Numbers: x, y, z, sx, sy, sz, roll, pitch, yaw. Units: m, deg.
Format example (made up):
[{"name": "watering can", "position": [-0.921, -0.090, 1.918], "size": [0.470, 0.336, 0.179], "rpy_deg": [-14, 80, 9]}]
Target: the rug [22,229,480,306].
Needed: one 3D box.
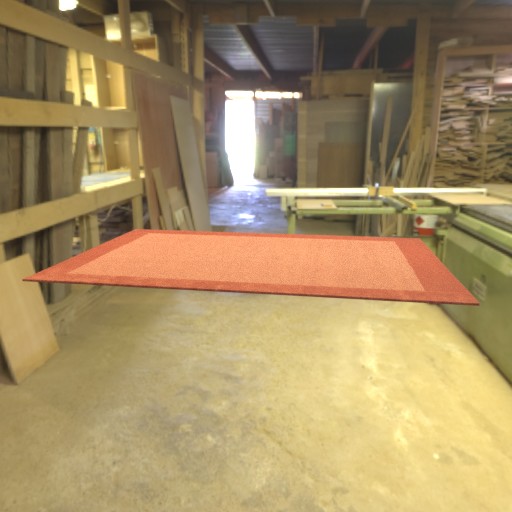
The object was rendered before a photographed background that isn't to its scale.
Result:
[{"name": "rug", "position": [0.000, 0.000, 3.049], "size": [2.438, 0.014, 1.524], "rpy_deg": [2, 15, 9]}]
